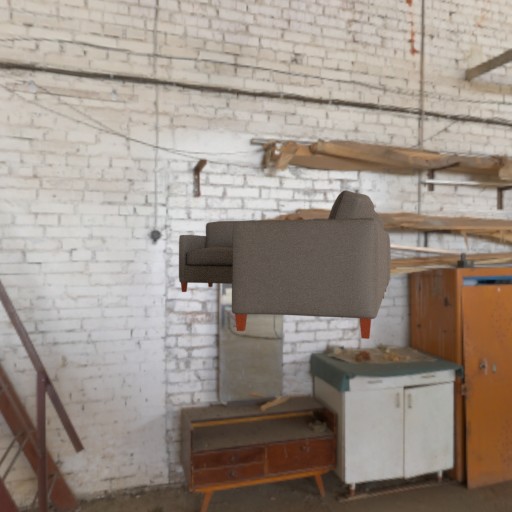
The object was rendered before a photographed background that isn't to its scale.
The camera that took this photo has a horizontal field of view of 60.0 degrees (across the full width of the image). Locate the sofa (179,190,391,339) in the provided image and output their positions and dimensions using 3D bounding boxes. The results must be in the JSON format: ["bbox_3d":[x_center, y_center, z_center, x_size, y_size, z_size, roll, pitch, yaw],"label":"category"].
[{"bbox_3d":[0.000,0.000,4.547,2.593,0.947,3.302,0,1,18],"label":"sofa"}]
